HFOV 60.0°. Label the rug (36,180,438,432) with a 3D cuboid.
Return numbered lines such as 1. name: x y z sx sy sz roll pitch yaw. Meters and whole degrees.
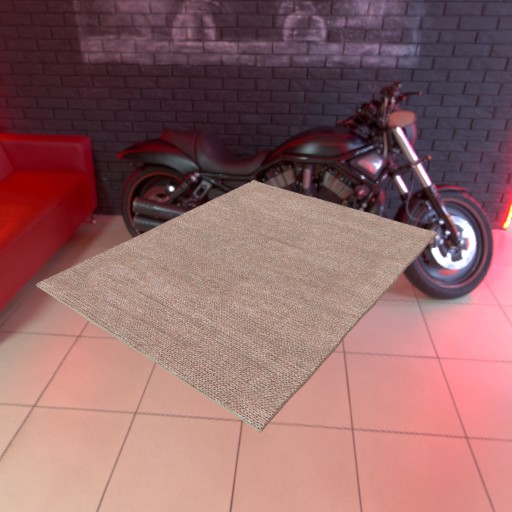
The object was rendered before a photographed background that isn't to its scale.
1. rug: 0.000 0.000 4.189 2.429 0.030 3.052 22 37 32
